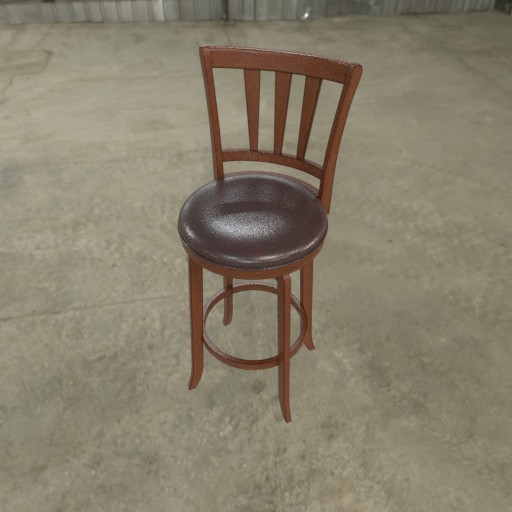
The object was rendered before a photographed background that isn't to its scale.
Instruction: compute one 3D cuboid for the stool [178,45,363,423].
[{"bbox_3d":[0.000,0.000,1.462,0.464,1.177,0.503,14,43,15],"label":"stool"}]
